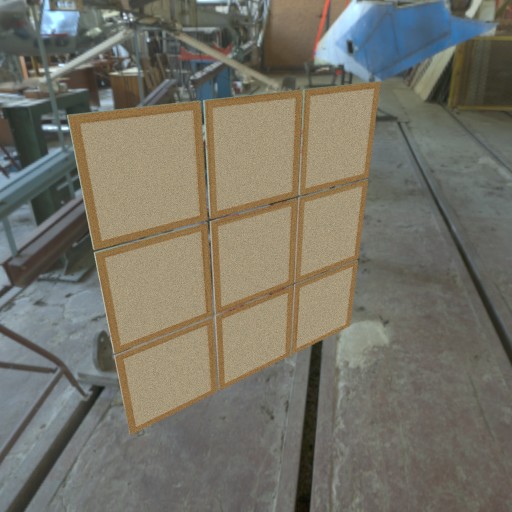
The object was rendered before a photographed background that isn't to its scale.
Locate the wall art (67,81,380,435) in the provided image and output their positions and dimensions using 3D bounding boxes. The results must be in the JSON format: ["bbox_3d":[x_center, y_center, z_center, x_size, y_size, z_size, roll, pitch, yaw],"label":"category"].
[{"bbox_3d":[0.000,0.000,2.204,1.517,1.523,0.013,-18,33,-30],"label":"wall art"}]
